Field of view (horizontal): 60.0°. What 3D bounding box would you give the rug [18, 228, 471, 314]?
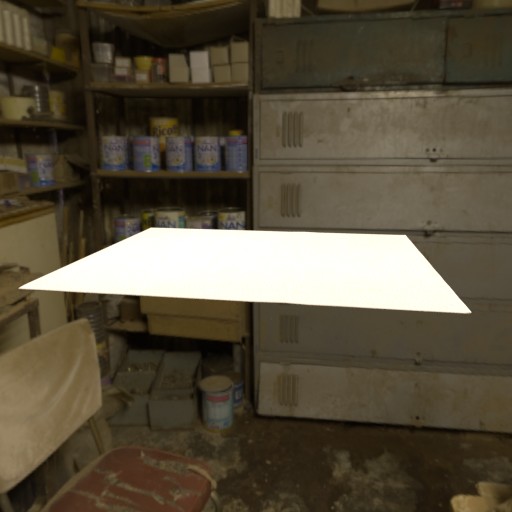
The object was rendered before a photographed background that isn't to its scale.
[{"bbox_3d":[0.000,0.000,4.036,3.009,0.019,2.423,2,14,9],"label":"rug"}]
